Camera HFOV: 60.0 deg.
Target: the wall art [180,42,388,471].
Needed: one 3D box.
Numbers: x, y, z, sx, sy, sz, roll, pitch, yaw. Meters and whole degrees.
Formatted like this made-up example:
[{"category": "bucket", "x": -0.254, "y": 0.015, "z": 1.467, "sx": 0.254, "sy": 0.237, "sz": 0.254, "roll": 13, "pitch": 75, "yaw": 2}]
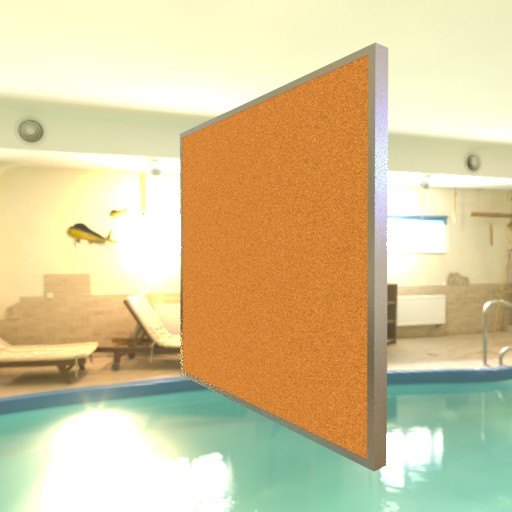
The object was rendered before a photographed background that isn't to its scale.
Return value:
[{"category": "wall art", "x": 0.000, "y": 0.000, "z": 1.170, "sx": 0.038, "sy": 0.806, "sz": 0.806, "roll": -1, "pitch": 1, "yaw": -36}]
